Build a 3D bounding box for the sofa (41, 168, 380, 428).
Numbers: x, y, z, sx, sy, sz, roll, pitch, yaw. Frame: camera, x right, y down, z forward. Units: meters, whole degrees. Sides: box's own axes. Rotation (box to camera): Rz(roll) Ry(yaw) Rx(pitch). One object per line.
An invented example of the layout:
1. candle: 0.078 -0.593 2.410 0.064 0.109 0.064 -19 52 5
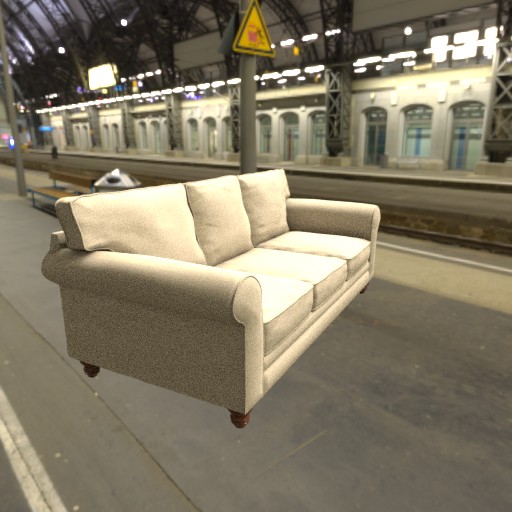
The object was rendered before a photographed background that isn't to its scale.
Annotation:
1. sofa: 0.000 0.000 2.605 0.998 0.889 2.118 8 17 27
